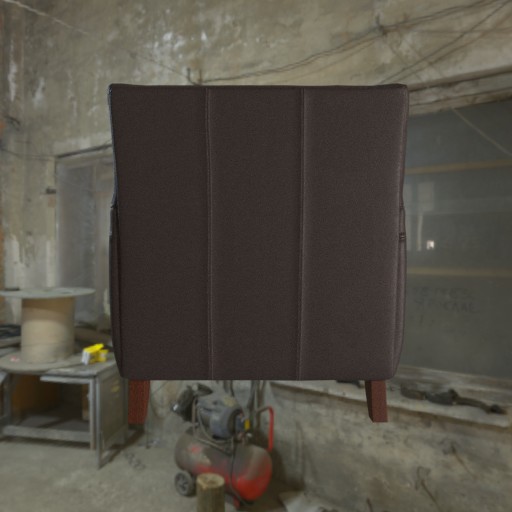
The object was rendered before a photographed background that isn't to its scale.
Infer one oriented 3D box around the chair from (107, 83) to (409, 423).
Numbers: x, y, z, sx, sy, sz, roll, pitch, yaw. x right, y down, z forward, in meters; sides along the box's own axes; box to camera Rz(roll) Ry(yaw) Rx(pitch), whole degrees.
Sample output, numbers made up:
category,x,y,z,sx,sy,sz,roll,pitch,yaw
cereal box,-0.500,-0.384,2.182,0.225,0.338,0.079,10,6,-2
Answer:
category,x,y,z,sx,sy,sz,roll,pitch,yaw
chair,0.000,0.000,1.574,0.870,0.943,0.825,0,0,-1
